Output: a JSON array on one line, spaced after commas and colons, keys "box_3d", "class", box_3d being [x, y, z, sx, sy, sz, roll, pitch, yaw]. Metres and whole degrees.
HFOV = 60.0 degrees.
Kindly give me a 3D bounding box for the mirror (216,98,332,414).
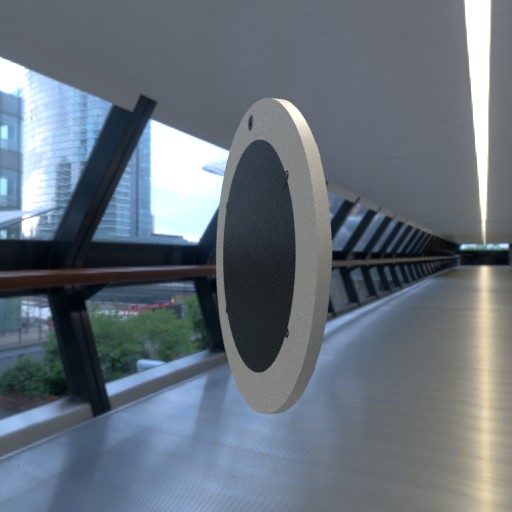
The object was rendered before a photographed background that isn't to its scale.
[{"box_3d": [0.000, 0.000, 1.357, 0.038, 0.914, 0.914, 0, -1, -18], "class": "mirror"}]
